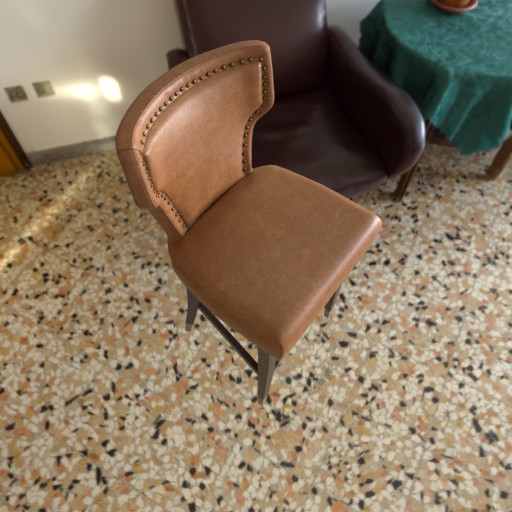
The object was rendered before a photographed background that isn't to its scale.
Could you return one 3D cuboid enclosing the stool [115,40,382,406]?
[{"bbox_3d":[0.000,0.000,1.405,0.563,1.092,0.526,33,63,20],"label":"stool"}]
